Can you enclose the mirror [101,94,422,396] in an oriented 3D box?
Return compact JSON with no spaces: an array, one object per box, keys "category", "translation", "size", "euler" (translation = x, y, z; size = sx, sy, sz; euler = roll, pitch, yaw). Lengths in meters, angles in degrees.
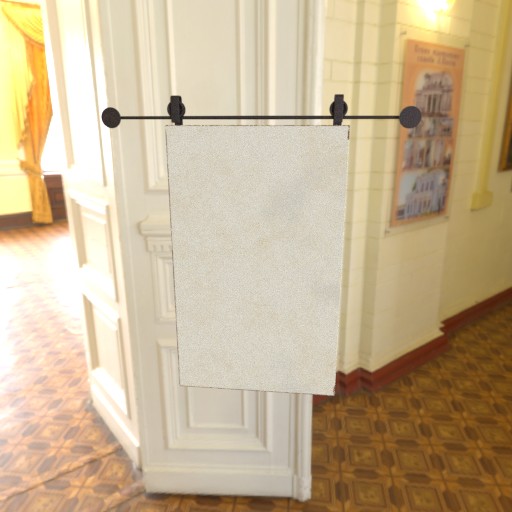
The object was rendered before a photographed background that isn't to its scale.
[{"category":"mirror","translation":[0.000,0.000,1.234],"size":[0.808,0.844,0.037],"euler":[2,17,6]}]
